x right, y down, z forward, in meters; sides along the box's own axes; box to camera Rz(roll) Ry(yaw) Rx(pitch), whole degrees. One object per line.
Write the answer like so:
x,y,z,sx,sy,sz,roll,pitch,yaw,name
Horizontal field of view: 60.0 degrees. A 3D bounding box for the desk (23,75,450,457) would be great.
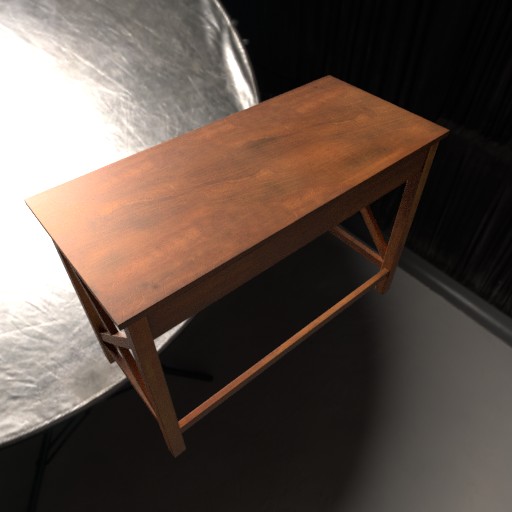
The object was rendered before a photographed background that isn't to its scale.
0.000,0.000,1.511,1.117,0.762,0.508,-31,54,-26,desk
